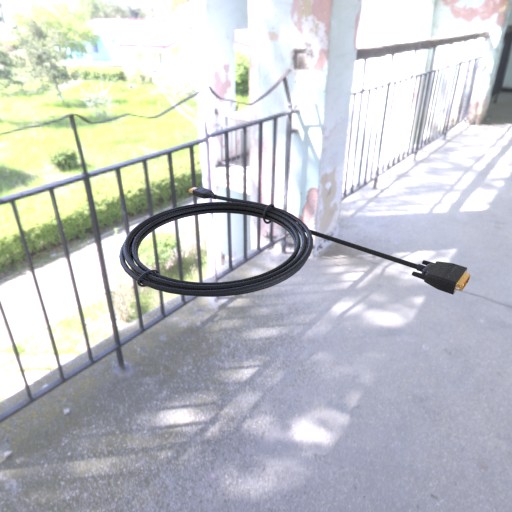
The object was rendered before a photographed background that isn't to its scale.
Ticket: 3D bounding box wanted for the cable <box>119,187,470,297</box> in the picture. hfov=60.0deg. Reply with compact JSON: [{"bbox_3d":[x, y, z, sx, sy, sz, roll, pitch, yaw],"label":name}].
[{"bbox_3d":[0.000,0.000,0.525,0.422,0.030,0.257,21,36,33],"label":"cable"}]
